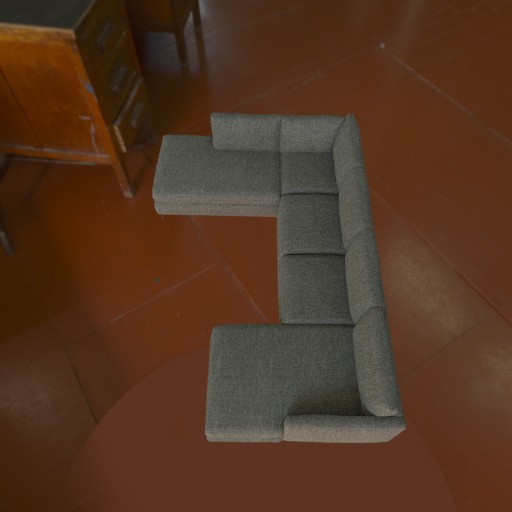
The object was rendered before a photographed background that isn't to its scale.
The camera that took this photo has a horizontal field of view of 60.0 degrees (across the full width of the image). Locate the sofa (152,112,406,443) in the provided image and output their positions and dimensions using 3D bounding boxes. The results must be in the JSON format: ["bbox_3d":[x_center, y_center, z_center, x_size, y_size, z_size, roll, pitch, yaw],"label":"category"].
[{"bbox_3d":[0.000,0.000,3.557,1.879,0.756,2.737,1,58,1],"label":"sofa"}]
